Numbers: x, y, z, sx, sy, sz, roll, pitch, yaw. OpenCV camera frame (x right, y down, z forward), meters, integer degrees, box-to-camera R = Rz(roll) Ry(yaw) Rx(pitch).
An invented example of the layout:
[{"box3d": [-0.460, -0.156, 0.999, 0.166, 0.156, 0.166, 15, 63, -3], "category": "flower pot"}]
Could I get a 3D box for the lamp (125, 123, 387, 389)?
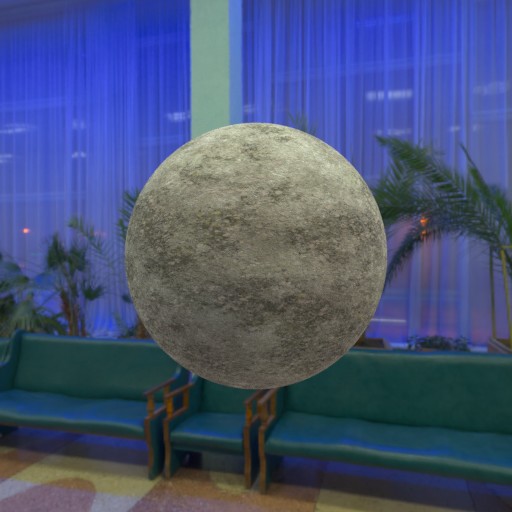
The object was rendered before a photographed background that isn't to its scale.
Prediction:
[{"box3d": [0.000, 0.000, 0.743, 0.422, 0.429, 0.422, 0, 0, 0], "category": "lamp"}]
